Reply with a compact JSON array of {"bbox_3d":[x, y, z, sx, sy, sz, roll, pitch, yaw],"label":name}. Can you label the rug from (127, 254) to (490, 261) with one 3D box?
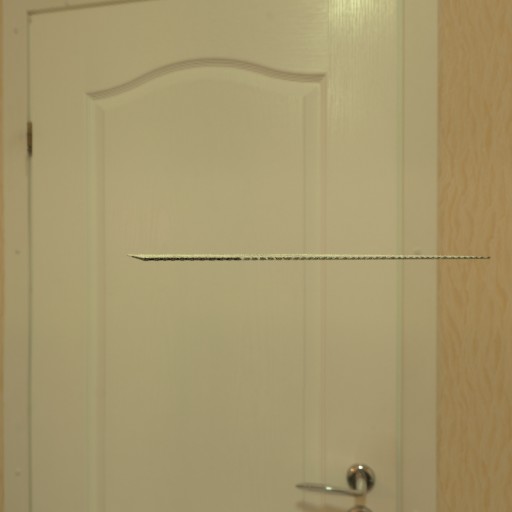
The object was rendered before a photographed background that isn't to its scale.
[{"bbox_3d":[0.000,0.000,2.955,1.600,0.013,2.312,0,1,-18],"label":"rug"}]
